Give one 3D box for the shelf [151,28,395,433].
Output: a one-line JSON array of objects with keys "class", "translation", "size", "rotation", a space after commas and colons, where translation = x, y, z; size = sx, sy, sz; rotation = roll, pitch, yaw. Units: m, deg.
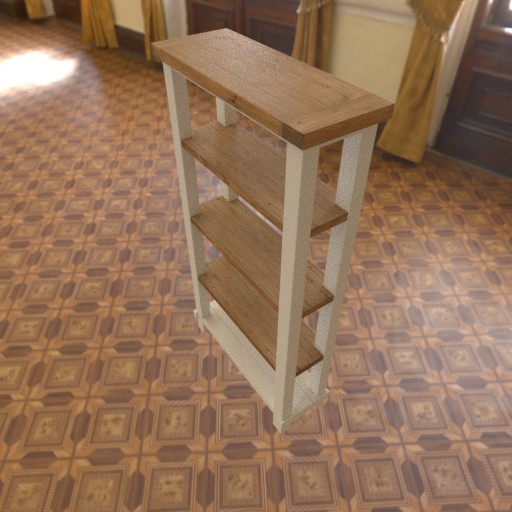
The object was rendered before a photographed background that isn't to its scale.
[{"class": "shelf", "translation": [0.000, 0.000, 2.280], "size": [0.381, 1.878, 1.022], "rotation": [-25, 48, -25]}]
